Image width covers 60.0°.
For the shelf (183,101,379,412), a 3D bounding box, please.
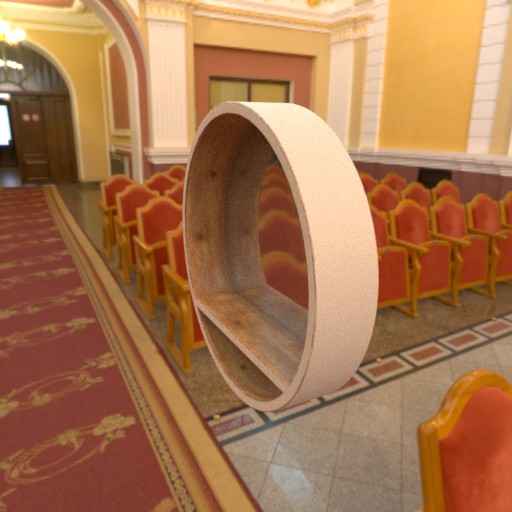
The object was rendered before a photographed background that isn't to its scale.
[{"bbox_3d":[0.000,0.000,1.230,0.158,0.807,0.806,-8,18,-26],"label":"shelf"}]
